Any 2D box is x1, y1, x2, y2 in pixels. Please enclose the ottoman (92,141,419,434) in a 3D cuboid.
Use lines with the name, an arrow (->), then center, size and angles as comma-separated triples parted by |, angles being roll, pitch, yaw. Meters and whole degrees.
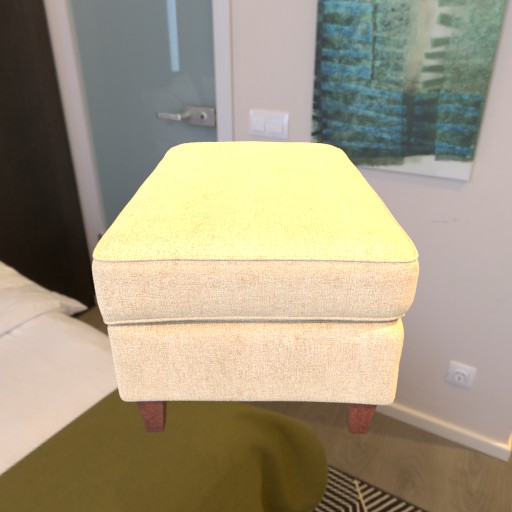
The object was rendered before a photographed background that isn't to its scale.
ottoman -> 0.000, 0.000, 1.209 | 0.583, 0.484, 0.862 | 0, 26, 0
